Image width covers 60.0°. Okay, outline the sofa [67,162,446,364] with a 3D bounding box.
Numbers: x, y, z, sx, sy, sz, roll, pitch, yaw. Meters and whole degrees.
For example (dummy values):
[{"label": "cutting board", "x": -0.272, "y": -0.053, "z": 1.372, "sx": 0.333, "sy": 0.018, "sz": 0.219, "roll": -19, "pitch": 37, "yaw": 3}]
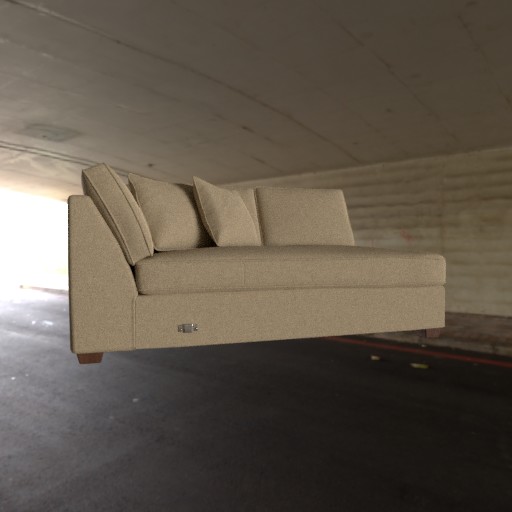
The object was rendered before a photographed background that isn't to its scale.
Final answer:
[{"label": "sofa", "x": 0.000, "y": 0.000, "z": 2.943, "sx": 2.237, "sy": 1.033, "sz": 1.110, "roll": 0, "pitch": 1, "yaw": -19}]
